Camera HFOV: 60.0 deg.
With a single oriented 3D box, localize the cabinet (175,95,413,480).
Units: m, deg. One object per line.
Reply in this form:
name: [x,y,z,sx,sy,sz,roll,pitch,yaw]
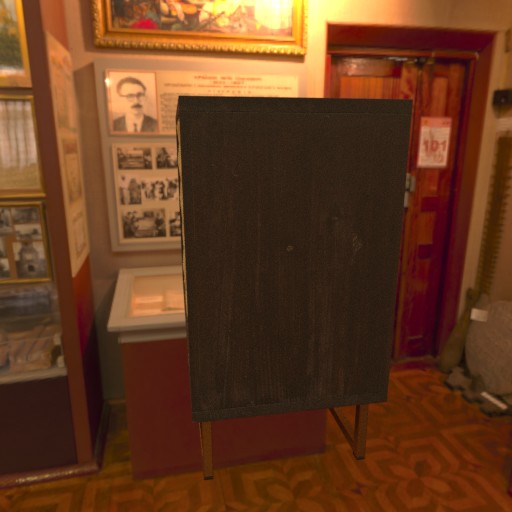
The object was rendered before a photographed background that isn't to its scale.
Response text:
cabinet: [0.000,0.000,1.385,0.451,0.860,0.950,-3,15,-10]
